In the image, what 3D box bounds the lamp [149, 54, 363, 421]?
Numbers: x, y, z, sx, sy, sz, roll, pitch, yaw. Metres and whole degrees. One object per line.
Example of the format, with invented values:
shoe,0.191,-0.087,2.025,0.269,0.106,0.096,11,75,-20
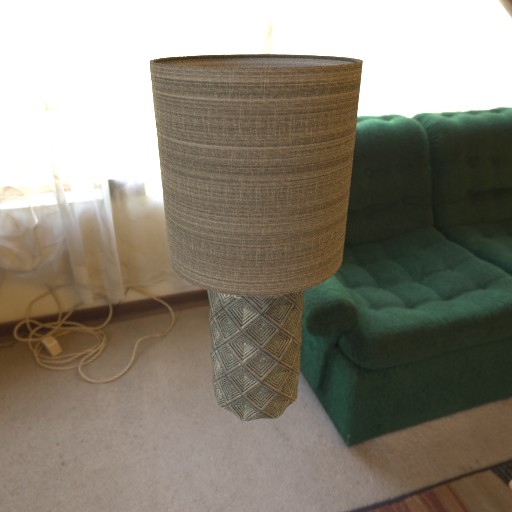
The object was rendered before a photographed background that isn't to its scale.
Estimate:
lamp,0.000,0.000,0.696,0.269,0.566,0.268,-18,32,-31
